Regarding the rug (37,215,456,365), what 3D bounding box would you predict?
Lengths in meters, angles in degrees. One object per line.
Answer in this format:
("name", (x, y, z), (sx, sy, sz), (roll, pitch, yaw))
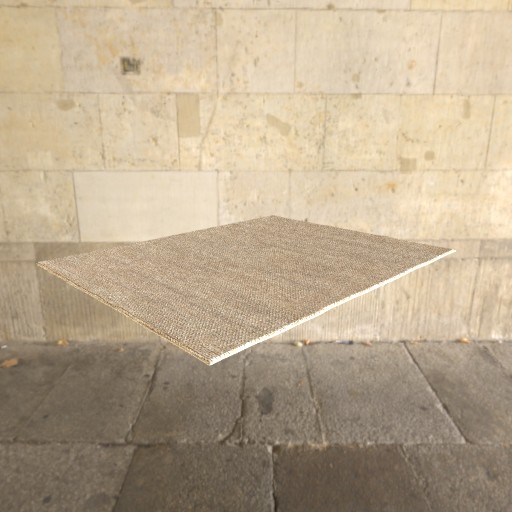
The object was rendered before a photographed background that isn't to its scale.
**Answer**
("rug", (0.000, 0.000, 4.097), (3.052, 0.030, 2.429), (-16, 22, -42))
